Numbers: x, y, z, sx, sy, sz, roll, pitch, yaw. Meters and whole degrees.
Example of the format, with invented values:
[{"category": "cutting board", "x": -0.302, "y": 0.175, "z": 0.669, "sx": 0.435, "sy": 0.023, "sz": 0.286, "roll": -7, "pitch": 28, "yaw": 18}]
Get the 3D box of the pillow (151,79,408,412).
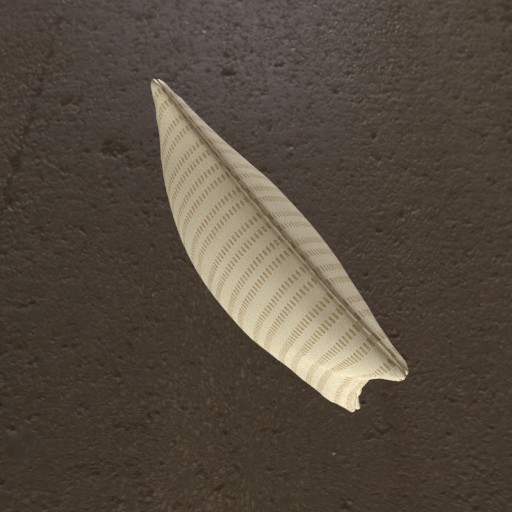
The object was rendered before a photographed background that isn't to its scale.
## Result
[{"category": "pillow", "x": 0.000, "y": 0.000, "z": 0.818, "sx": 0.210, "sy": 0.353, "sz": 0.640, "roll": -33, "pitch": 69, "yaw": -14}]
